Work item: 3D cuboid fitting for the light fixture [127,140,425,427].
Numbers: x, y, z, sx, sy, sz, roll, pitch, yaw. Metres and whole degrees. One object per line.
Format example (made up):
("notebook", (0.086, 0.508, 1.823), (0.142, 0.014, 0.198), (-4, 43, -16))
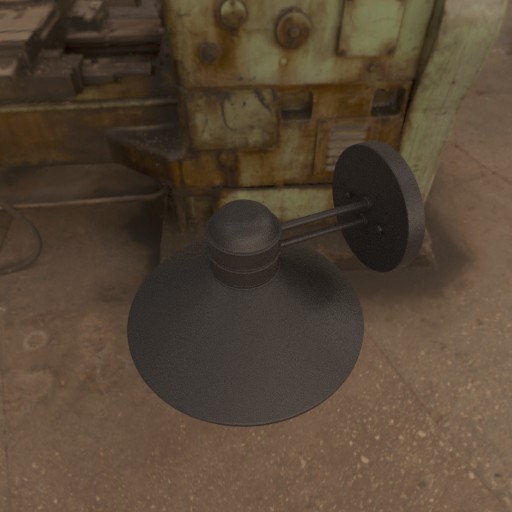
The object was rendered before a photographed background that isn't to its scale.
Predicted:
("light fixture", (0.000, 0.000, 0.670), (0.434, 0.265, 0.396), (-17, 48, -16))
